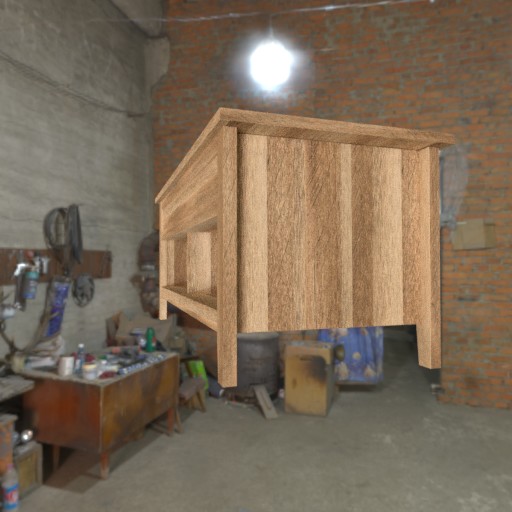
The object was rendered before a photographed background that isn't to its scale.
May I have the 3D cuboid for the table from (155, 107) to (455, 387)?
[{"bbox_3d":[0.000,0.000,1.340,0.493,0.480,1.095,0,-1,-18],"label":"table"}]
